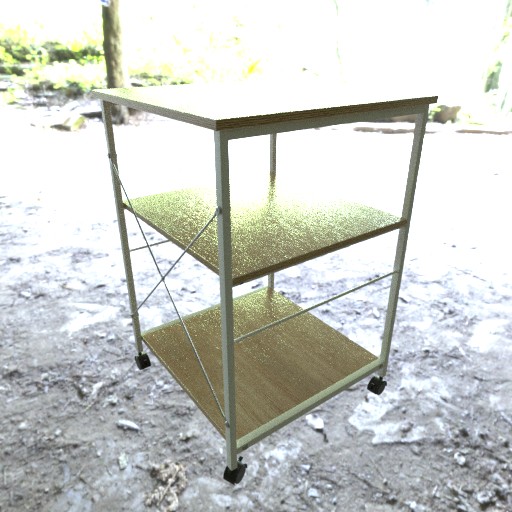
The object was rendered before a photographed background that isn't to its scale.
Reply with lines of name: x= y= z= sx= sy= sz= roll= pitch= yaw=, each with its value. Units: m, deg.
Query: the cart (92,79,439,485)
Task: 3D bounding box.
cart: x=0.000 y=0.000 z=1.096 sx=0.520 sy=0.762 sz=0.521 roll=-18 pitch=31 yaw=-32
